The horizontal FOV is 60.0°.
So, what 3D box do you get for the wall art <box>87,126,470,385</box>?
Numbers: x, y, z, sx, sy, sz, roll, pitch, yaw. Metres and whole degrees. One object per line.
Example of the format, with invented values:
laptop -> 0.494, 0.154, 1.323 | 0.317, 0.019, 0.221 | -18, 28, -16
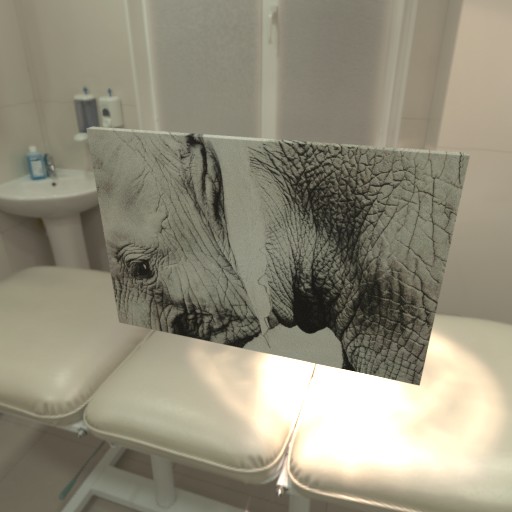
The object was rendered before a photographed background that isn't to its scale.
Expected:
wall art -> 0.000, 0.000, 1.456 | 1.141, 0.758, 0.035 | 8, 28, 16
